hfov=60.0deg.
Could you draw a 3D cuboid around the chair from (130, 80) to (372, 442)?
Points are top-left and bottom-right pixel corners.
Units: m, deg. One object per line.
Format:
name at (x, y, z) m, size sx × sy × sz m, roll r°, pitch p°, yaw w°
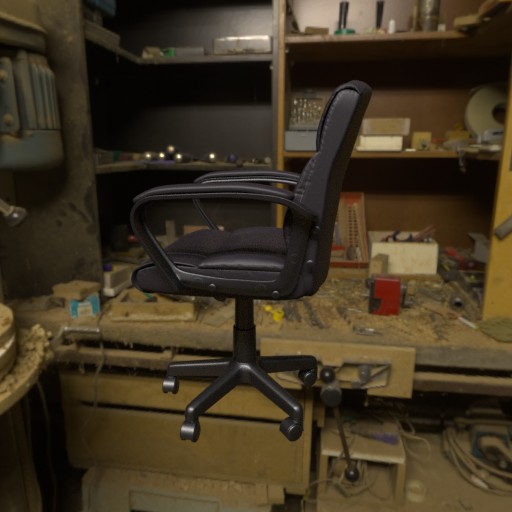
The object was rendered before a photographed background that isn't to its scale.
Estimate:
chair at (0.000, 0.000, 1.382) m, size 0.641 × 0.998 × 0.576 m, roll 2°, pitch 15°, yaw 9°
